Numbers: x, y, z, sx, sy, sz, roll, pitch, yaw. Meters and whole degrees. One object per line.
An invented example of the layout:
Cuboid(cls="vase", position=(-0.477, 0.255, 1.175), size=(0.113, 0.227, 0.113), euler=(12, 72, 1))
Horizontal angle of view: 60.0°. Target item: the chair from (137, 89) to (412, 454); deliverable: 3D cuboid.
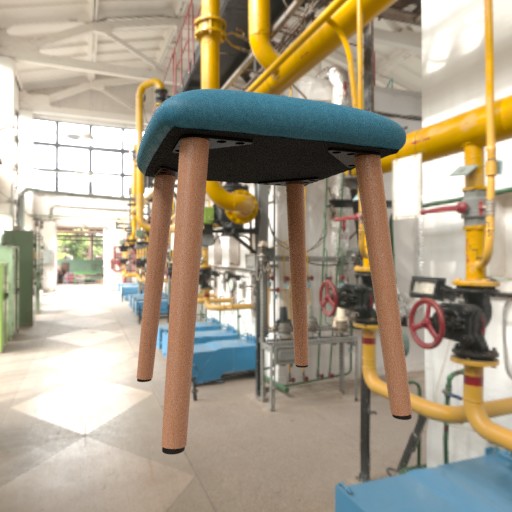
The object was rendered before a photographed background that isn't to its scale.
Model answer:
Cuboid(cls="chair", position=(0.000, 0.000, 0.715), size=(0.360, 0.450, 0.360), euler=(0, -1, -20))
